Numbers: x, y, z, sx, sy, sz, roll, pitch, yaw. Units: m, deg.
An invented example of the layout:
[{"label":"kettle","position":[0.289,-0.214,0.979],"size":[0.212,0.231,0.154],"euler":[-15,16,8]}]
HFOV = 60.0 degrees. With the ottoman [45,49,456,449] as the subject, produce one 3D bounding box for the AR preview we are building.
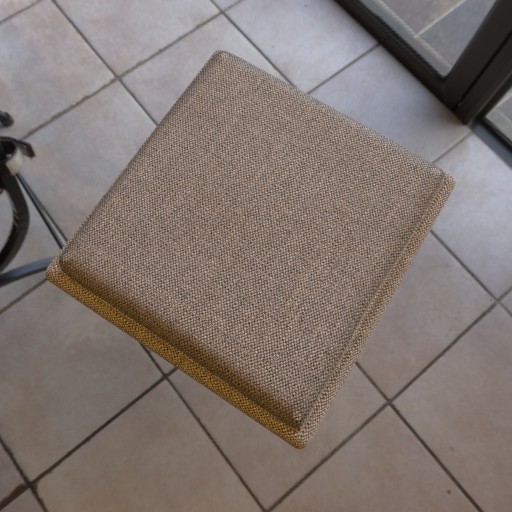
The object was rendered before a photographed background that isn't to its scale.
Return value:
[{"label":"ottoman","position":[0.000,0.000,0.811],"size":[0.436,0.487,0.454],"euler":[32,78,8]}]
